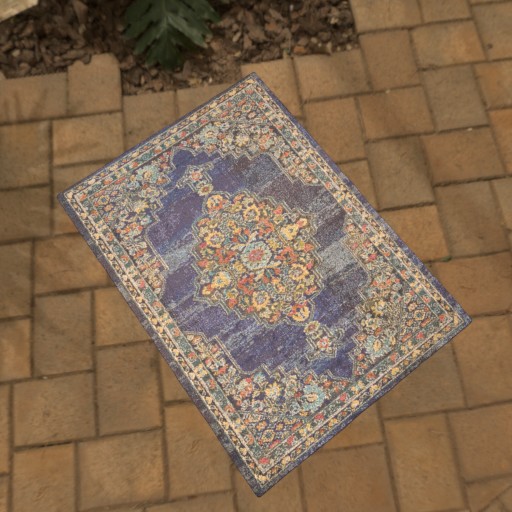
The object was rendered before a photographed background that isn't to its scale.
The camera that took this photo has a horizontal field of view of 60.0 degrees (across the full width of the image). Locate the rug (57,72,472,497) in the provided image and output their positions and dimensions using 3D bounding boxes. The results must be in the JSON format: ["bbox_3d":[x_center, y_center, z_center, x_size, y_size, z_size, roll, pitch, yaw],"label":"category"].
[{"bbox_3d":[0.000,0.000,2.795,1.630,0.009,2.232,-36,77,-10],"label":"rug"}]
